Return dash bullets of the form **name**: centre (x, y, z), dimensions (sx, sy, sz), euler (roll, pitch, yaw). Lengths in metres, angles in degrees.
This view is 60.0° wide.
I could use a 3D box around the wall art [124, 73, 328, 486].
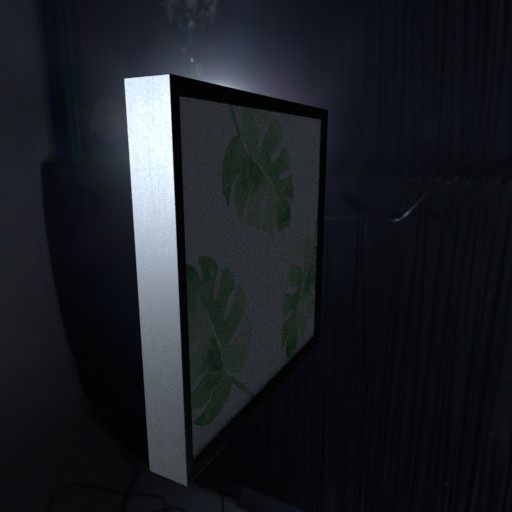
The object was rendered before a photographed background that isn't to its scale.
- **wall art**: centre (0.000, 0.000, 0.451), dimensions (0.038, 0.304, 0.304), euler (7, 15, 27)
